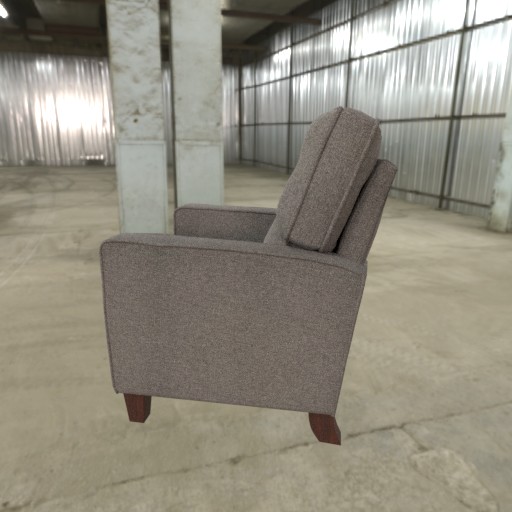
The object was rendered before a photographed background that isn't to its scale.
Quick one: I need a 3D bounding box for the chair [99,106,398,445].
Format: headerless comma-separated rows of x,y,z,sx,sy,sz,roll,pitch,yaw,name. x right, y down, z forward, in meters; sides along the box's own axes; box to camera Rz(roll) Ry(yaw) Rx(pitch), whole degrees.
0.000,0.000,1.418,0.775,0.889,0.650,3,15,10,chair
